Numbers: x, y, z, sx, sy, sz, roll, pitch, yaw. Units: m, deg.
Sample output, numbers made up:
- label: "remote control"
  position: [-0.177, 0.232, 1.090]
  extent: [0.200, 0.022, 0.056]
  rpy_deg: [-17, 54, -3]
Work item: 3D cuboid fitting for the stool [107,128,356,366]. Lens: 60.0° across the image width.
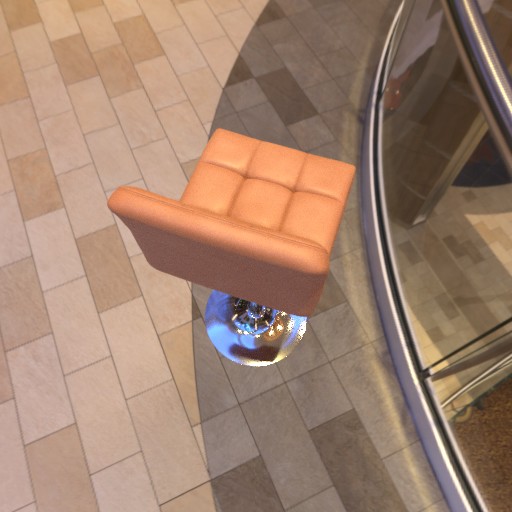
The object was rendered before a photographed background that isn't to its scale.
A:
- label: "stool"
  position: [0.000, 0.000, 1.351]
  extent: [0.430, 1.115, 0.505]
  rpy_deg: [17, 65, 8]
